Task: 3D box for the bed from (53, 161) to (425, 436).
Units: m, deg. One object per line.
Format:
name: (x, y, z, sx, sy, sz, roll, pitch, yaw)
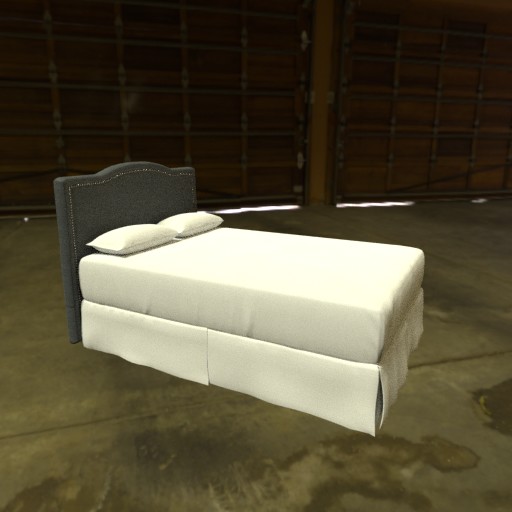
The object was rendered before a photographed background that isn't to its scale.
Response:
bed: (0.000, 0.000, 3.579, 2.507, 1.441, 1.747, 7, 16, 27)
